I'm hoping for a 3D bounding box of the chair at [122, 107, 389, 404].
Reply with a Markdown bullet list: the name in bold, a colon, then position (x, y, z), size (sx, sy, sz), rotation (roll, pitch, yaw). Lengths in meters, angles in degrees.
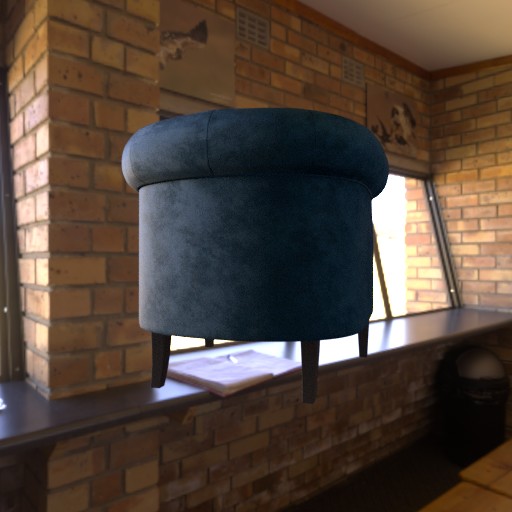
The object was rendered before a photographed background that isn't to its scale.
- **chair**: position (0.000, 0.000, 1.579), size (0.904, 0.826, 0.851), rotation (0, 0, 18)
